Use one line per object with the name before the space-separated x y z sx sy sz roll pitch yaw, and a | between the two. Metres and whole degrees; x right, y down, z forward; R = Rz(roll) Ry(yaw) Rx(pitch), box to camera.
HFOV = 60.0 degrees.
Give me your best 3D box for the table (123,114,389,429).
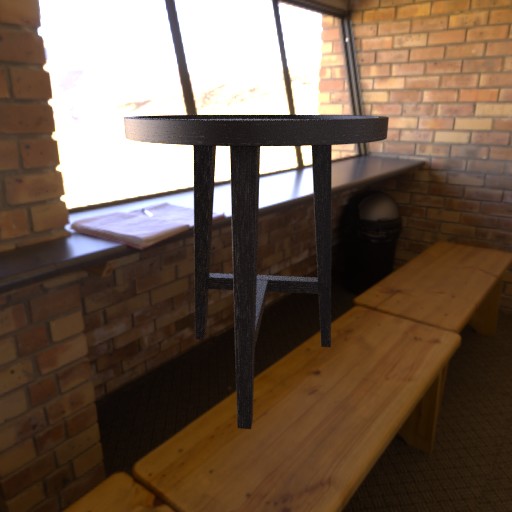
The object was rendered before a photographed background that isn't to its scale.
table | 0.000 0.000 0.765 0.399 0.460 0.399 0 19 0
